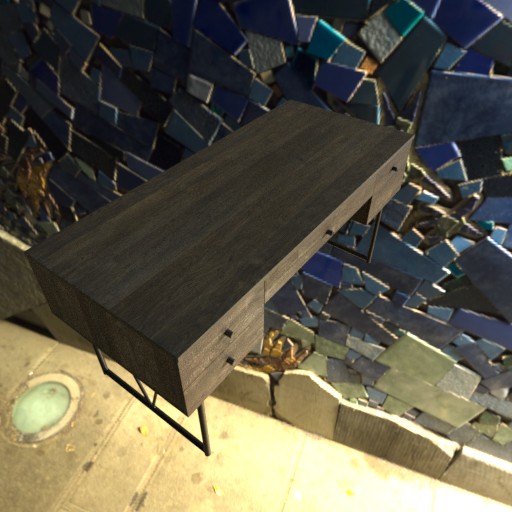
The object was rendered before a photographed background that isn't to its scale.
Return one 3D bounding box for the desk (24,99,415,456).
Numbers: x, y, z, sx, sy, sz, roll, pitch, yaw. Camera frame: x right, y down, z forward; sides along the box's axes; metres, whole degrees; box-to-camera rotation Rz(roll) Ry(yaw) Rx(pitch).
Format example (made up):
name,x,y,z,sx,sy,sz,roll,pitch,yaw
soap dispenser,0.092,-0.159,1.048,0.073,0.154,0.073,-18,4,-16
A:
name,x,y,z,sx,sy,sz,roll,pitch,yaw
desk,0.000,0.000,2.046,0.730,0.780,1.600,26,48,27
